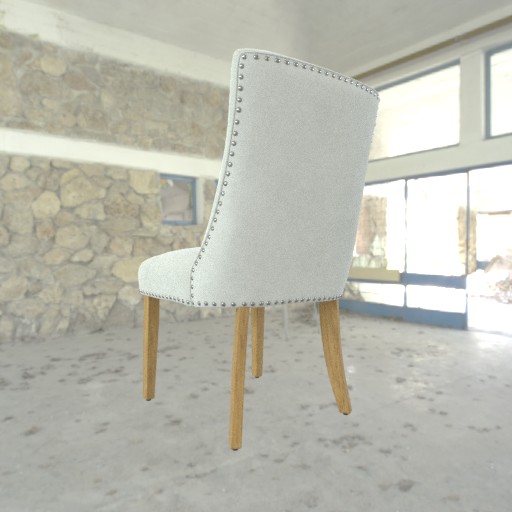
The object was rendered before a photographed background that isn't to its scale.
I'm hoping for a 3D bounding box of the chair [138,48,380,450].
[{"bbox_3d":[0.000,0.000,1.284,0.495,0.902,0.610,0,0,-37],"label":"chair"}]
